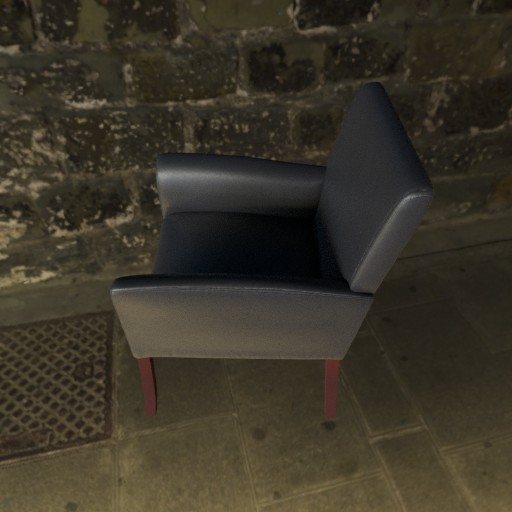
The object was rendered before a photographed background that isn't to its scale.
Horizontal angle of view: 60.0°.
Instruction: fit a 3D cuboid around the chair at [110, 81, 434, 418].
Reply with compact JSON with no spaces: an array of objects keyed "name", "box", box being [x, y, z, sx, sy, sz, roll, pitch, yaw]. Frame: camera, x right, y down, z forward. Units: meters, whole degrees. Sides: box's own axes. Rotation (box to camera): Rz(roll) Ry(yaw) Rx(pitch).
[{"name":"chair","box":[0.000,0.000,1.481,0.772,0.951,0.683,1,42,1]}]
